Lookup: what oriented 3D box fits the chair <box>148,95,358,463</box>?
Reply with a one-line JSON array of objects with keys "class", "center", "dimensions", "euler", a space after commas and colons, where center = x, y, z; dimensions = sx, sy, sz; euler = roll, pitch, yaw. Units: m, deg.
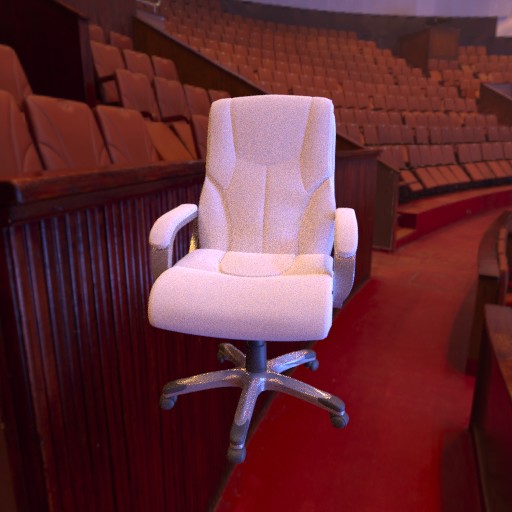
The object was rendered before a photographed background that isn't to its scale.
[{"class": "chair", "center": [0.000, 0.000, 1.544], "dimensions": [0.687, 1.120, 0.738], "euler": [3, 15, 10]}]
